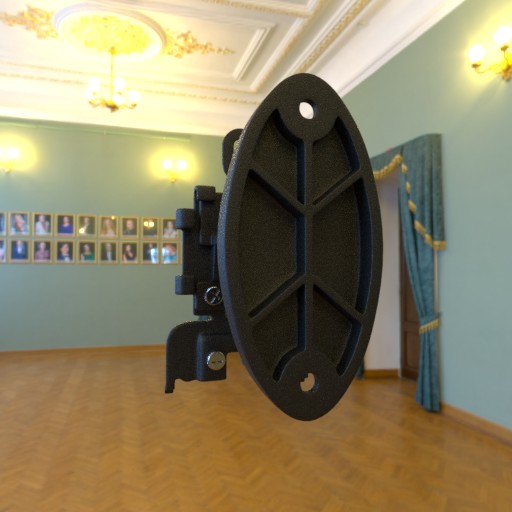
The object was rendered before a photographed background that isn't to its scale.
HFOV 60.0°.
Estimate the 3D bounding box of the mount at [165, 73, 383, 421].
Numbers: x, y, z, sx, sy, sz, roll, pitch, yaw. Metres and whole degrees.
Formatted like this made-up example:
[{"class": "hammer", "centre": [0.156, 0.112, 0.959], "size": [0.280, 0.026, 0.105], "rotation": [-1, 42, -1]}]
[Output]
[{"class": "mount", "centre": [0.000, 0.000, 0.180], "size": [0.066, 0.118, 0.100], "rotation": [1, -2, -19]}]
